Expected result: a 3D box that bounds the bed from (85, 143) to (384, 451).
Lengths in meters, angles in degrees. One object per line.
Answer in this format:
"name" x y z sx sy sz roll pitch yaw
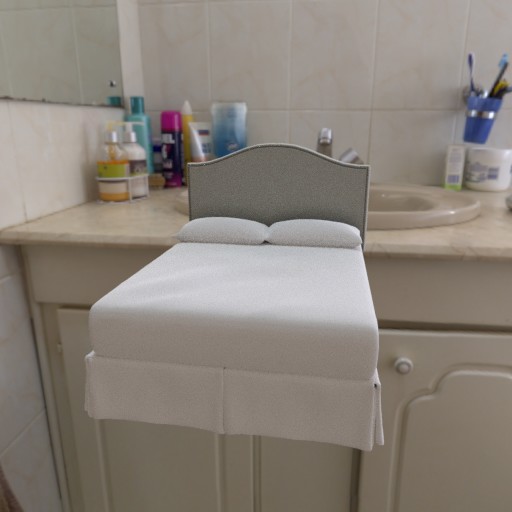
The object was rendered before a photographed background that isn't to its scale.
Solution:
"bed" 0.000 0.000 3.373 1.813 1.607 2.180 3 16 10
